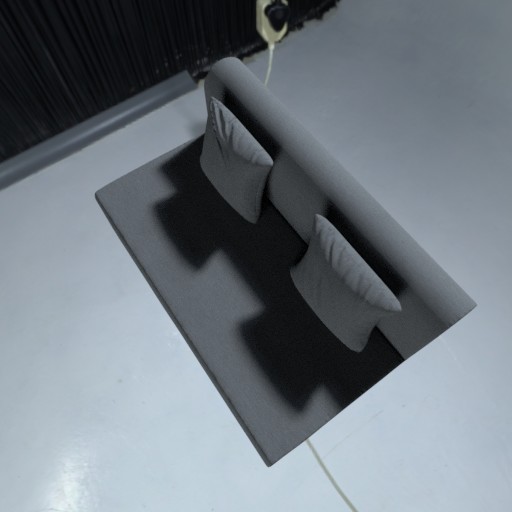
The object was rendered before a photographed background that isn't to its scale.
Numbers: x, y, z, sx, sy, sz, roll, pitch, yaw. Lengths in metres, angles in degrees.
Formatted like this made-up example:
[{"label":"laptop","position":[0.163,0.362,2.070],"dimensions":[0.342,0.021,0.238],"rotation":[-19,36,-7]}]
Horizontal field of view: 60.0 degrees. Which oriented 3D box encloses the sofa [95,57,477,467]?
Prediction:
[{"label":"sofa","position":[0.000,0.000,1.663],"dimensions":[0.762,0.670,1.225],"rotation":[-33,69,-14]}]
